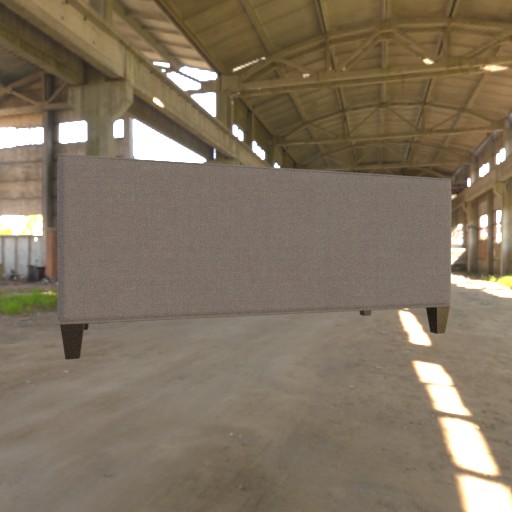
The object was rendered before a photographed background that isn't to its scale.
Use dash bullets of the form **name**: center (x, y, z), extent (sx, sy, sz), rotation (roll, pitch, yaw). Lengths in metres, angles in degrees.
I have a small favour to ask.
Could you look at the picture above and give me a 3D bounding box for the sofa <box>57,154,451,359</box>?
- **sofa**: center (0.000, 0.000, 2.256), extent (1.778, 0.762, 0.775), rotation (0, 0, -18)
